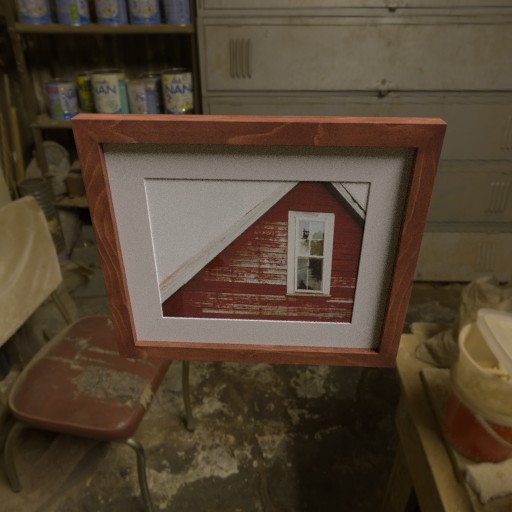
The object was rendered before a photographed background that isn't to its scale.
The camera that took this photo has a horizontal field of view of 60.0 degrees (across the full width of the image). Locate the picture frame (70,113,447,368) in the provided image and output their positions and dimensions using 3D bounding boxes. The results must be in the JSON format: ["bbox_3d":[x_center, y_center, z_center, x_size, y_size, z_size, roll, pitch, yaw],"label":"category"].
[{"bbox_3d":[0.000,0.000,0.542,0.381,0.330,0.025,1,31,2],"label":"picture frame"}]
